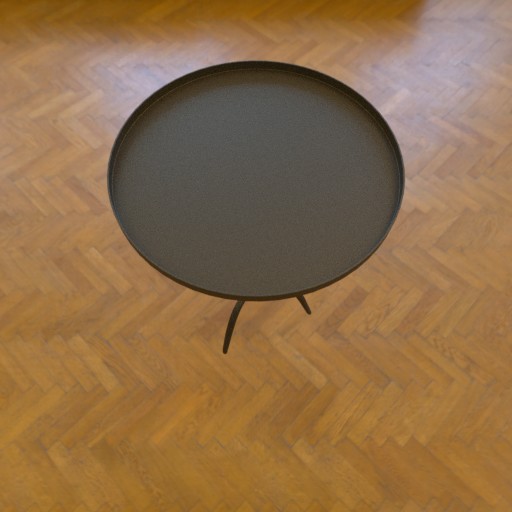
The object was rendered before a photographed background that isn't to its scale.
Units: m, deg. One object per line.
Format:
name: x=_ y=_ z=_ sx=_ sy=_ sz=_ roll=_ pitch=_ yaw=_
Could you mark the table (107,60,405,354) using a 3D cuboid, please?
table: x=0.000 y=0.000 z=1.064 sx=0.502 sy=0.700 sz=0.502 roll=-2 pitch=62 yaw=-1
